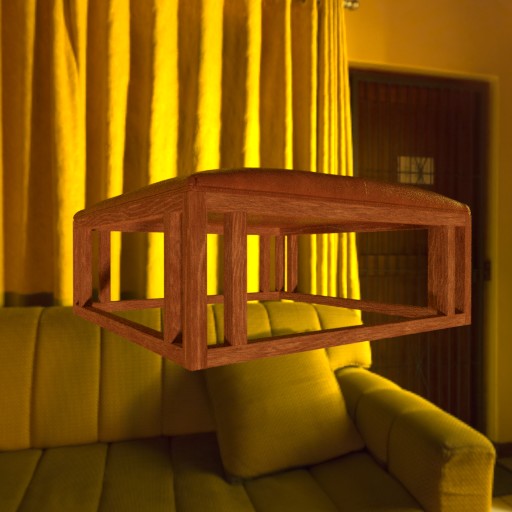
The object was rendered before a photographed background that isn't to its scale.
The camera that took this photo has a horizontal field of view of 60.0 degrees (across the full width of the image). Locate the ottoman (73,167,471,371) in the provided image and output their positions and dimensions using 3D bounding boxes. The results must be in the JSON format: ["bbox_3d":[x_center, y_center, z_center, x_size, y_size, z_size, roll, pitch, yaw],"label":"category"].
[{"bbox_3d":[0.000,0.000,1.569,1.013,0.442,1.016,0,1,-35],"label":"ottoman"}]
